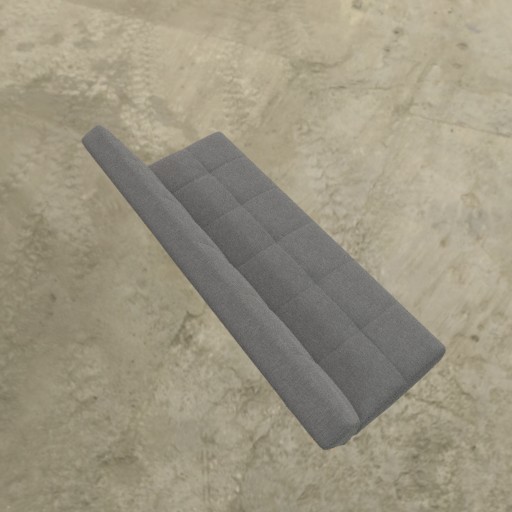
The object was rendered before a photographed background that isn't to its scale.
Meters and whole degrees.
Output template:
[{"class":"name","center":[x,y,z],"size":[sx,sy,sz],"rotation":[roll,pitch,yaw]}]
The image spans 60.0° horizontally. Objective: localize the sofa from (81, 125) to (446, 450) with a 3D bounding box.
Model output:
[{"class":"sofa","center":[0.000,0.000,2.203],"size":[0.820,0.770,1.820],"rotation":[-33,63,-19]}]
